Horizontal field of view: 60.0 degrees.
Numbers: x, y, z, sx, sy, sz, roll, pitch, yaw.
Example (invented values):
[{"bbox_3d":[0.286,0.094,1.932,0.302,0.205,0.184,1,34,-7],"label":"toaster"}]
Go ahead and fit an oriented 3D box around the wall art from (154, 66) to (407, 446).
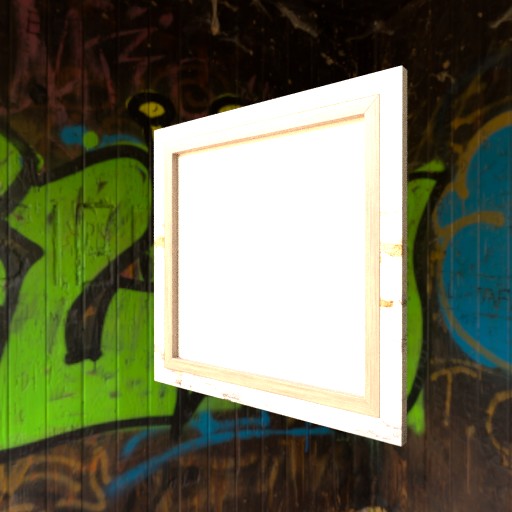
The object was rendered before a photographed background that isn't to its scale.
[{"bbox_3d":[0.000,0.000,1.508,1.015,1.018,0.040,0,0,38],"label":"wall art"}]
